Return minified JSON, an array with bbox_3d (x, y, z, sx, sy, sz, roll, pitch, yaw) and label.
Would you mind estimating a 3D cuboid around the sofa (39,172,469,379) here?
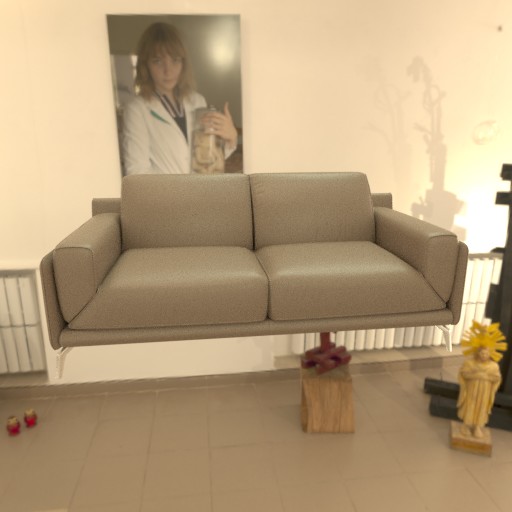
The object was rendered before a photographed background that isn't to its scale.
[{"bbox_3d":[0.000,0.000,2.578,2.101,0.930,1.049,-2,16,-8],"label":"sofa"}]
